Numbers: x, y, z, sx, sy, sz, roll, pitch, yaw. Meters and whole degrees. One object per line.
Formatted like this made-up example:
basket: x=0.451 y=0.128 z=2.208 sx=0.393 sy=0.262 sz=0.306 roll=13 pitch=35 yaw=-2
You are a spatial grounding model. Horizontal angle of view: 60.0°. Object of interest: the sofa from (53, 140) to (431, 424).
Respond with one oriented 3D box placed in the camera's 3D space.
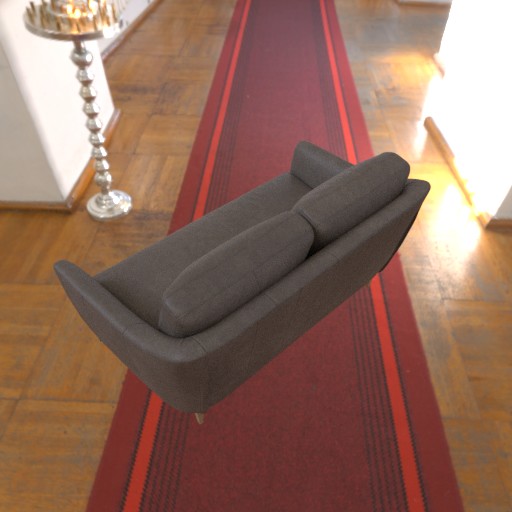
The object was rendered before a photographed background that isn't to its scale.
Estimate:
sofa: x=0.000 y=0.000 z=2.208 sx=1.619 sy=0.902 sz=0.960 roll=-33 pitch=54 yaw=-28
